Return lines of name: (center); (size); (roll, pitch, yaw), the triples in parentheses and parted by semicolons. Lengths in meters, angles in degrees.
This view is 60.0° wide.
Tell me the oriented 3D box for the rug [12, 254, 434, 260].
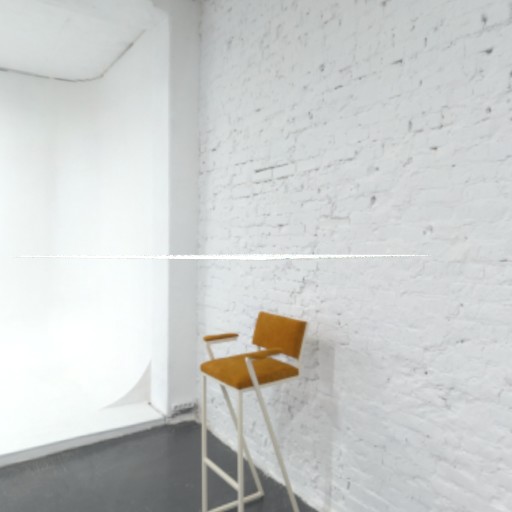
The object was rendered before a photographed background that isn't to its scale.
rug: (0.000, 0.000, 4.039); (2.354, 0.007, 3.196); (0, 1, 35)
